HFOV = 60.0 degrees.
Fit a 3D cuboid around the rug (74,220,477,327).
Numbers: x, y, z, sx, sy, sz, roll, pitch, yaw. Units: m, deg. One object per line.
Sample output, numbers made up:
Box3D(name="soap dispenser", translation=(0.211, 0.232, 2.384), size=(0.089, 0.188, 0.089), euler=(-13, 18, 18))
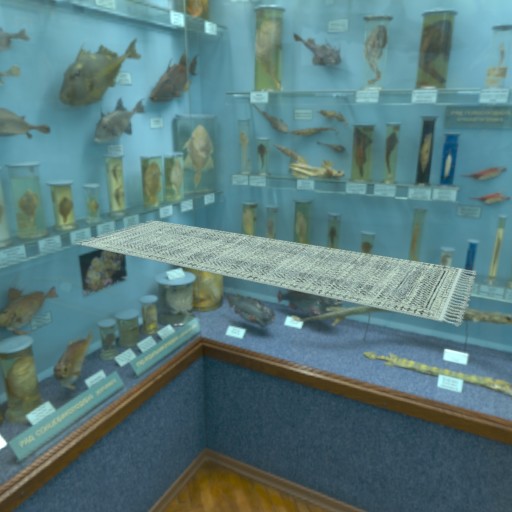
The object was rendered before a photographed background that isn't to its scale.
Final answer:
Box3D(name="rug", translation=(0.000, 0.000, 2.785), size=(2.480, 0.013, 0.786), euler=(10, 21, 28))
